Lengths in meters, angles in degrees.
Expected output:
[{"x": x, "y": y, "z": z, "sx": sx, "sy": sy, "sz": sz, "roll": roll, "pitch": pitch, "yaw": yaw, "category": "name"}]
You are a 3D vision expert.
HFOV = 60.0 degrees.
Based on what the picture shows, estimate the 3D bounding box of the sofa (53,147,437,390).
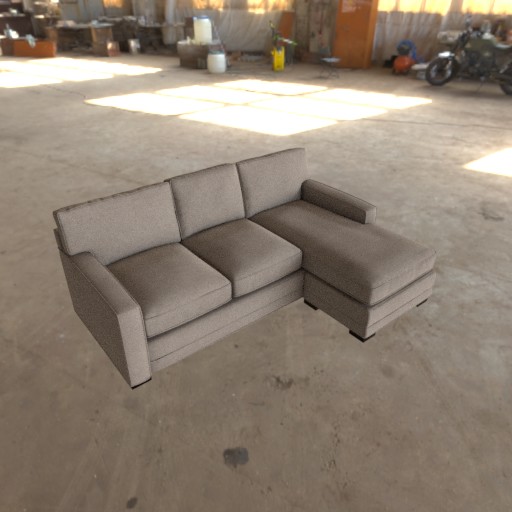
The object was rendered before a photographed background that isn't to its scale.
[{"x": 0.000, "y": 0.000, "z": 2.963, "sx": 2.087, "sy": 0.861, "sz": 1.496, "roll": -23, "pitch": 38, "yaw": -33, "category": "sofa"}]
